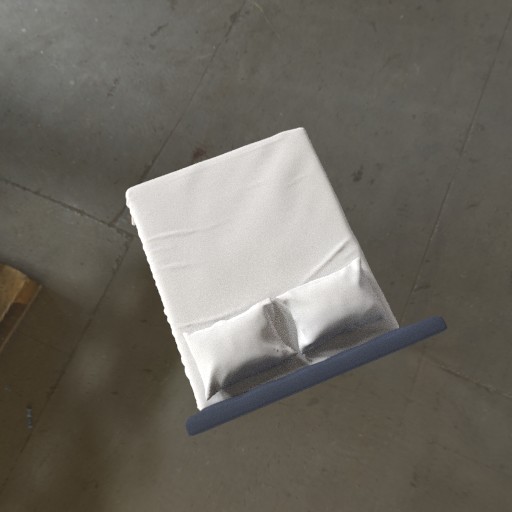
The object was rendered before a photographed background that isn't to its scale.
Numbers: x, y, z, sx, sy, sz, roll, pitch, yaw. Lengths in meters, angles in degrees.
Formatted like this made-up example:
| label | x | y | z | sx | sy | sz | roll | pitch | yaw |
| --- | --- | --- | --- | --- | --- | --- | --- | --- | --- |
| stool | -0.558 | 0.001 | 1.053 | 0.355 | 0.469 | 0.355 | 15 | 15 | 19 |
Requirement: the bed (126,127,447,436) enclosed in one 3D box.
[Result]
| label | x | y | z | sx | sy | sz | roll | pitch | yaw |
| --- | --- | --- | --- | --- | --- | --- | --- | --- | --- |
| bed | 0.000 | 0.000 | 3.525 | 1.936 | 1.577 | 2.222 | -21 | 76 | -5 |
